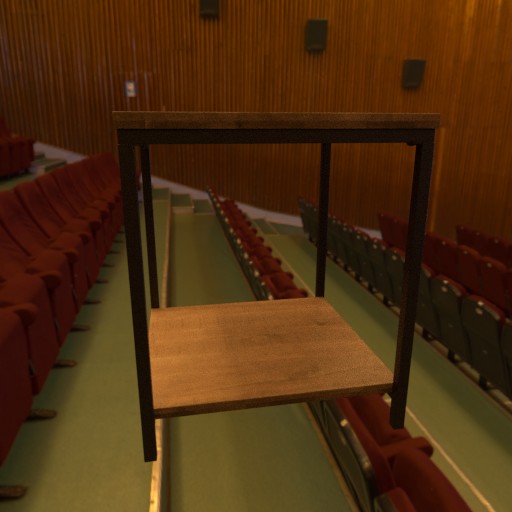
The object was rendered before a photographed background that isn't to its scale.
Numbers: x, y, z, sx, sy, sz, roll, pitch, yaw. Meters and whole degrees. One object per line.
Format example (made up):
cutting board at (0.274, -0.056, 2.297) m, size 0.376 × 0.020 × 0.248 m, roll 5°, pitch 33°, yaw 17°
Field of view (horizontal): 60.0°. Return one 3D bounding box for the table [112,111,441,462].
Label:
table at (0.000, 0.000, 0.981) m, size 0.503 × 0.589 × 0.507 m, roll -3°, pitch 16°, yaw -10°
